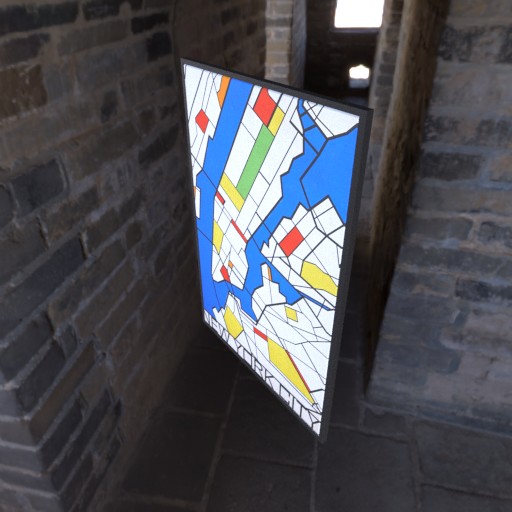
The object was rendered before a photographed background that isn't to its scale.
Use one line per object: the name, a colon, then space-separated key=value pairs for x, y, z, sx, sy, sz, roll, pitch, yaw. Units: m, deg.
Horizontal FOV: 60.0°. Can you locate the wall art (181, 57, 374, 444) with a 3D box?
wall art: x=0.000 y=0.000 z=0.868 sx=0.013 sy=0.660 sz=0.460 roll=-22 pitch=39 yaw=-30
